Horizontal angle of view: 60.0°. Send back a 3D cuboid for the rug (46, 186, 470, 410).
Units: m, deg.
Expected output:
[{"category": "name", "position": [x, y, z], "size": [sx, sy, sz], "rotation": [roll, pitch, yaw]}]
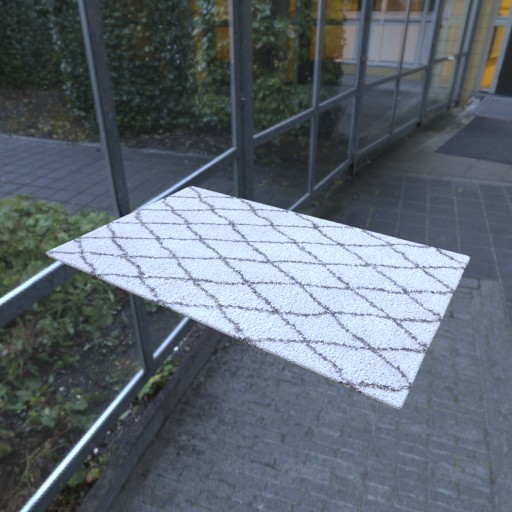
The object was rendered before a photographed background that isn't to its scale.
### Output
[{"category": "rug", "position": [0.000, 0.000, 2.989], "size": [2.438, 0.030, 1.524], "rotation": [18, 34, 28]}]
